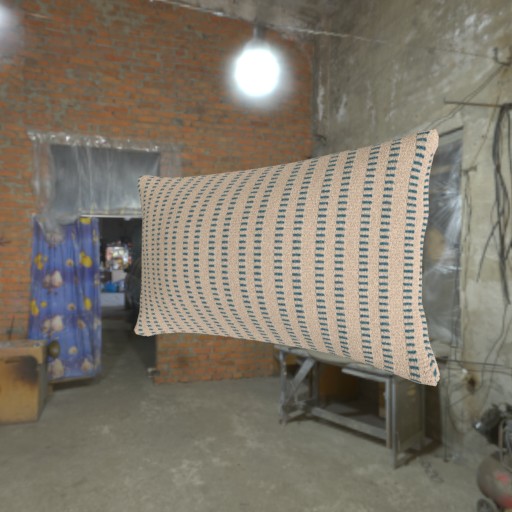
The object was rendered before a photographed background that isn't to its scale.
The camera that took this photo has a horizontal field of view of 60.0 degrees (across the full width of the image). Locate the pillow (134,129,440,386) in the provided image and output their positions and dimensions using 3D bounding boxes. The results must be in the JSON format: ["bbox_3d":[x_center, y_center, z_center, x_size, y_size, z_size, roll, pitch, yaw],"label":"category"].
[{"bbox_3d":[0.000,0.000,0.801,0.640,0.353,0.210,0,0,36],"label":"pillow"}]
